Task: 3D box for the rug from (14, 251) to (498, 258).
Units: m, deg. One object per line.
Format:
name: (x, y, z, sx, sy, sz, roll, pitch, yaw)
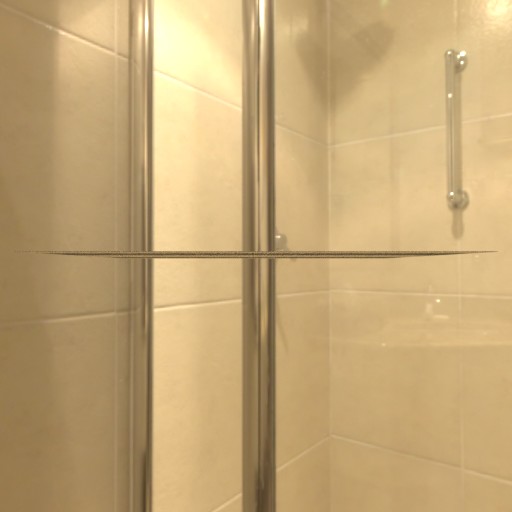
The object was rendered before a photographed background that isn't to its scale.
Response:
rug: (0.000, 0.000, 3.984, 3.037, 0.004, 2.453, 0, -1, 0)
